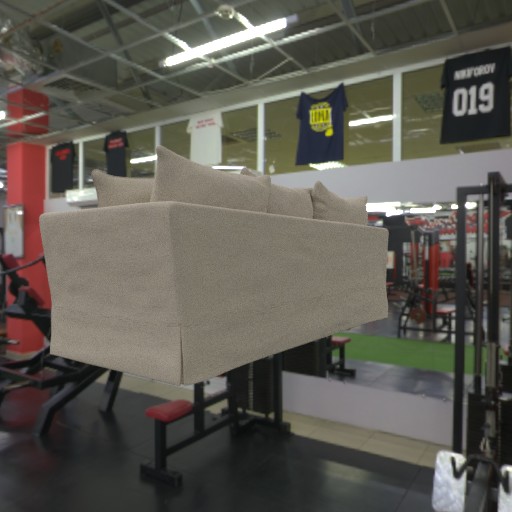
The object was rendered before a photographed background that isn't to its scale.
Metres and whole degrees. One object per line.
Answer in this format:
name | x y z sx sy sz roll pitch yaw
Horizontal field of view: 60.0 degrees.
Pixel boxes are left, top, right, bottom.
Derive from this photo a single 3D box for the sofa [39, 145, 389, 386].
sofa | 0.000 0.000 3.027 1.046 1.047 2.499 0 1 36
